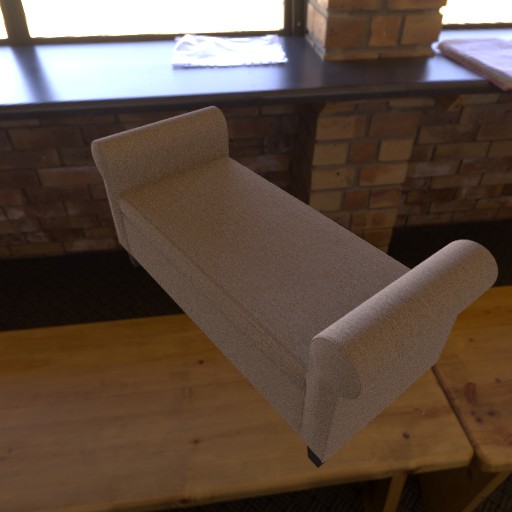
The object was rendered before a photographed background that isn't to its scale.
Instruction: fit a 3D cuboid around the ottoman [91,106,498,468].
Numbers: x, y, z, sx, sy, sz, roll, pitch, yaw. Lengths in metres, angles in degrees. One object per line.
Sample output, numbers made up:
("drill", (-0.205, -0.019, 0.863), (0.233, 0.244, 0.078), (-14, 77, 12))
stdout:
("ottoman", (0.000, 0.000, 1.469), (0.521, 0.547, 1.256), (-27, 47, -29))
